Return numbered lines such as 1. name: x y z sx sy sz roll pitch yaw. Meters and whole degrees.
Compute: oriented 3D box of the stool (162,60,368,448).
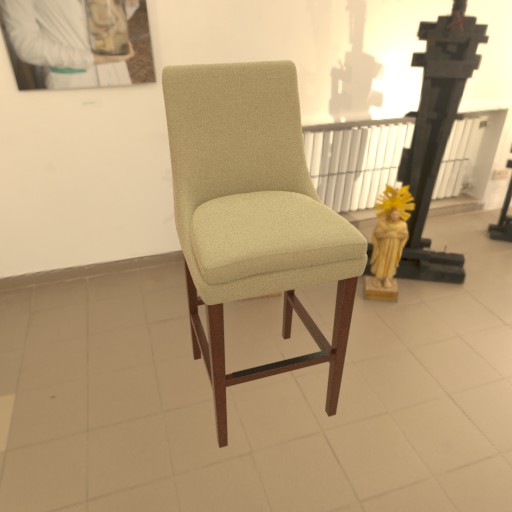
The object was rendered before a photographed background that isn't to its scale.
1. stool: 0.000 0.000 1.414 0.470 1.078 0.577 -10 33 -16
